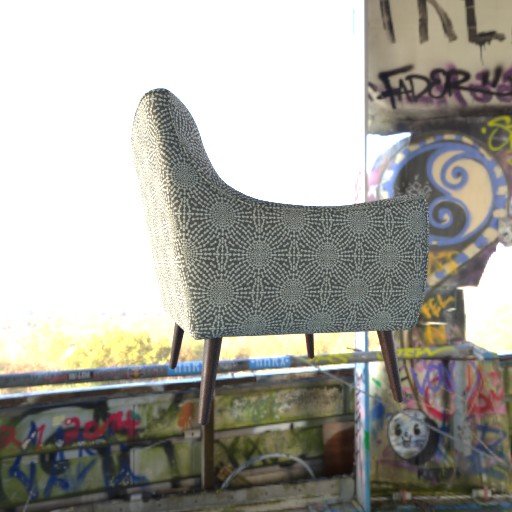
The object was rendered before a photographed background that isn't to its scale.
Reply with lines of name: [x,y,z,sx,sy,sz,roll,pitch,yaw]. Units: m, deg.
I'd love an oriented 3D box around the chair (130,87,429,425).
chair: [0.000,0.000,1.451,0.787,0.838,0.762,0,-1,-18]
